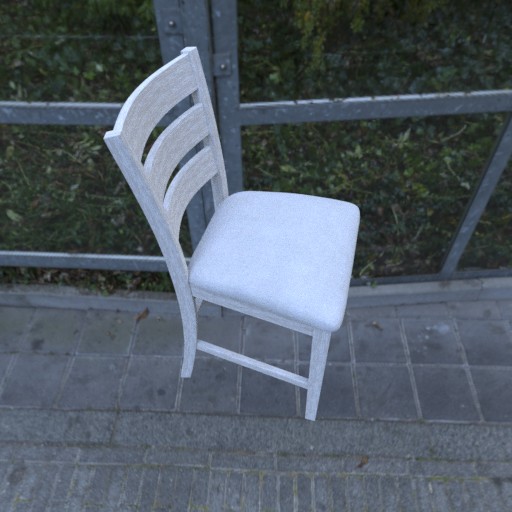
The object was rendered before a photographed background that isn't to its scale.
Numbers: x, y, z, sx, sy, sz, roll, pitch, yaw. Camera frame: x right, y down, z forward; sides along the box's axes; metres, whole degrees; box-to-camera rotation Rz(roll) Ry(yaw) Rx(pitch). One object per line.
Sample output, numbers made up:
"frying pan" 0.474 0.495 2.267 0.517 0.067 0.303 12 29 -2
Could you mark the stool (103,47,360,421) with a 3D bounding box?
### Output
"stool" 0.000 0.000 1.343 0.569 1.032 0.484 11 48 10
